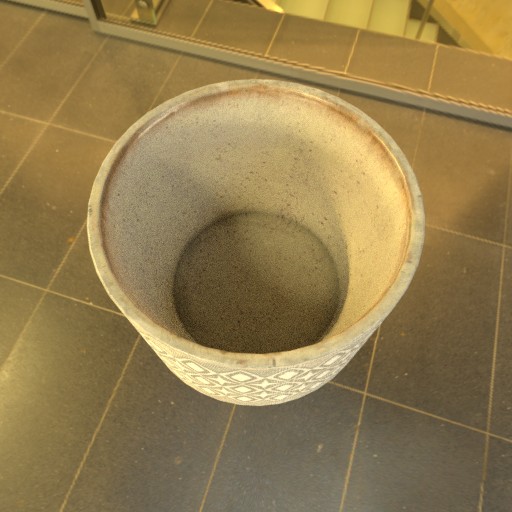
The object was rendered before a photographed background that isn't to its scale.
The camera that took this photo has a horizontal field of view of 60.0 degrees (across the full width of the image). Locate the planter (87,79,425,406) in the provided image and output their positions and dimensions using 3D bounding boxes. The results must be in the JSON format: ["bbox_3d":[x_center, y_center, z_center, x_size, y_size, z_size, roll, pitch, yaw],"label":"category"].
[{"bbox_3d":[0.000,0.000,0.311,0.186,0.144,0.186,0,64,0],"label":"planter"}]
